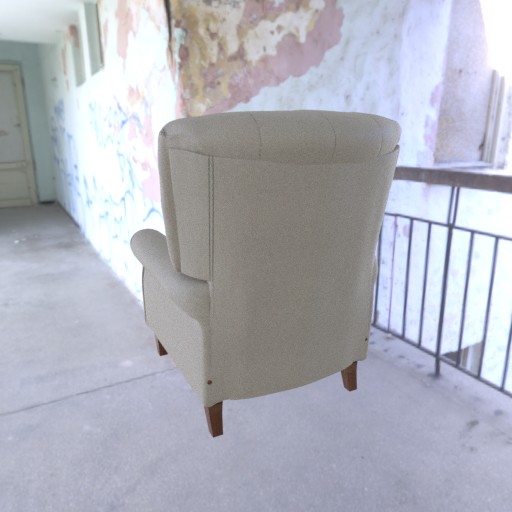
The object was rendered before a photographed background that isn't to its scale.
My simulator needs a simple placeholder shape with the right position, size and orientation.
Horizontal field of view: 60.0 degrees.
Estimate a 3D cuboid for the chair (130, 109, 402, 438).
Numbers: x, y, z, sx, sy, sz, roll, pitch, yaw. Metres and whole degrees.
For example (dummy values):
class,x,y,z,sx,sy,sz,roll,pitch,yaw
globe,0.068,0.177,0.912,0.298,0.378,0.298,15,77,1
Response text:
class,x,y,z,sx,sy,sz,roll,pitch,yaw
chair,0.000,0.000,1.892,0.943,1.158,1.059,-8,18,-26
